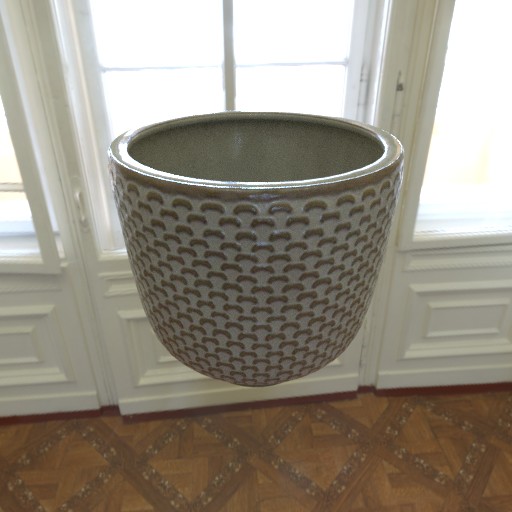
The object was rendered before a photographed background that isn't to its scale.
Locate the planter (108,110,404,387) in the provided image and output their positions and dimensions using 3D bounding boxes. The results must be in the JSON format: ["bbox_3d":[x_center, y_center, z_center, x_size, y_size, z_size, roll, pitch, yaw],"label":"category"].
[{"bbox_3d":[0.000,0.000,0.244,0.139,0.130,0.139,0,29,0],"label":"planter"}]
